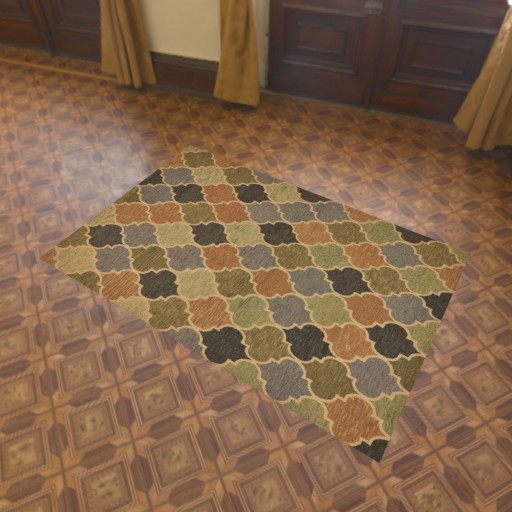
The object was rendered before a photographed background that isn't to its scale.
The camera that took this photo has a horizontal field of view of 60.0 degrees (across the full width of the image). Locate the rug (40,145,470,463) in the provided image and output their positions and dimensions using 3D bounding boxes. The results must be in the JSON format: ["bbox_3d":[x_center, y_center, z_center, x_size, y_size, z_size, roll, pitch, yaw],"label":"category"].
[{"bbox_3d":[0.000,0.000,2.826,2.284,0.006,1.521,25,52,22],"label":"rug"}]
